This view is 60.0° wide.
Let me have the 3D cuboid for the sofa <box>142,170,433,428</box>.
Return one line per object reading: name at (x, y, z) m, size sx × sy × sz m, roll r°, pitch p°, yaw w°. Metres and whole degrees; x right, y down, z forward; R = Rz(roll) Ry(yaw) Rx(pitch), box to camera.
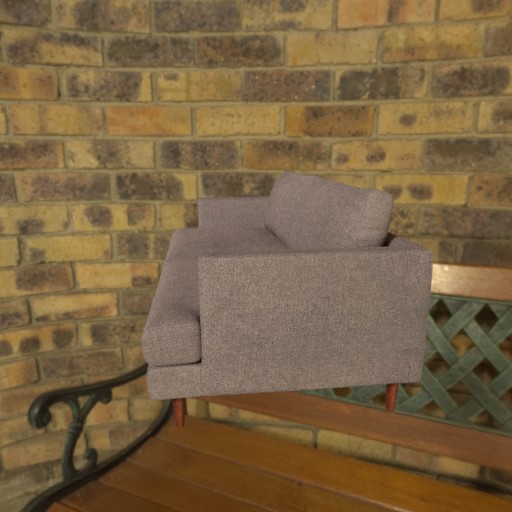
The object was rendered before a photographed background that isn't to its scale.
sofa at (0.000, 0.000, 2.459) m, size 1.020 × 0.868 × 1.948 m, roll -2°, pitch 13°, yaw -7°
